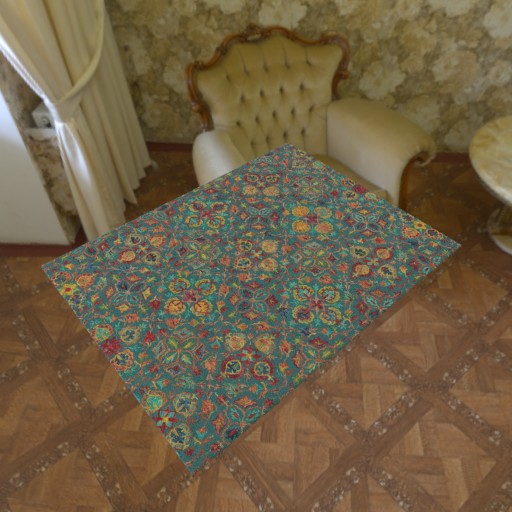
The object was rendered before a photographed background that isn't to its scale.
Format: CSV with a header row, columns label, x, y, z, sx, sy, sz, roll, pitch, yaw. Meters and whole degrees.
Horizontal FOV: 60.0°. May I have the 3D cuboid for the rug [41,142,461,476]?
label,x,y,z,sx,sy,sz,roll,pitch,yaw
rug,0.000,0.000,4.223,3.204,0.025,2.434,-32,54,-27
